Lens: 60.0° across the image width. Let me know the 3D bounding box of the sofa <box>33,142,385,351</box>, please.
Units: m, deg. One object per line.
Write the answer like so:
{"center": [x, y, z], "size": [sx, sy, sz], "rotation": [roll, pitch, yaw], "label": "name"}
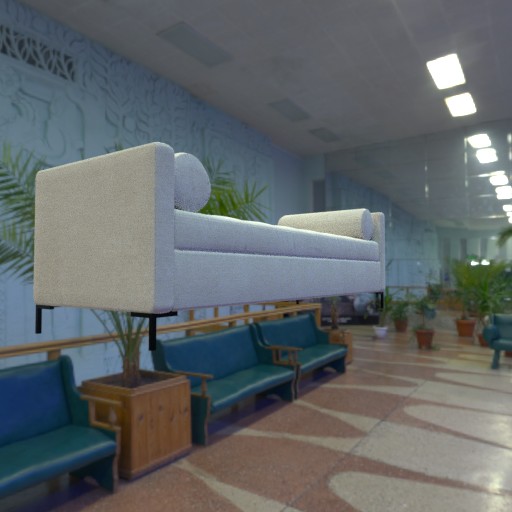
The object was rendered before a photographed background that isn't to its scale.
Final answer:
{"center": [0.000, 0.000, 2.300], "size": [0.686, 0.635, 1.981], "rotation": [-2, -3, 35], "label": "sofa"}
